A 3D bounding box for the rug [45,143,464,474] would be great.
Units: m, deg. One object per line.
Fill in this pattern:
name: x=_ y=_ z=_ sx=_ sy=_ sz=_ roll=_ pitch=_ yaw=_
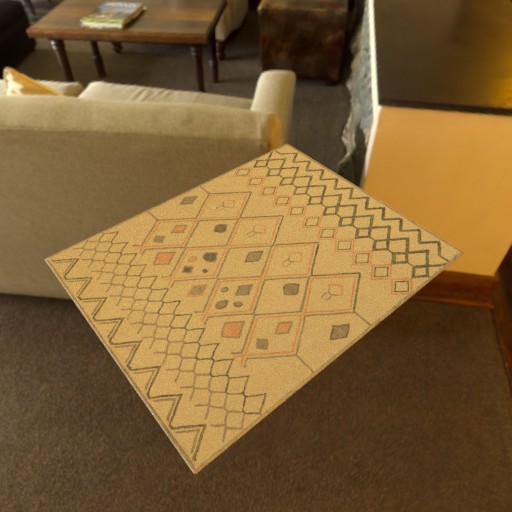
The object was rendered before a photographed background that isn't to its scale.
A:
rug: x=0.000 y=0.000 z=4.122 sx=3.050 sy=0.016 sz=2.441 roll=-31 pitch=54 yaw=-26
